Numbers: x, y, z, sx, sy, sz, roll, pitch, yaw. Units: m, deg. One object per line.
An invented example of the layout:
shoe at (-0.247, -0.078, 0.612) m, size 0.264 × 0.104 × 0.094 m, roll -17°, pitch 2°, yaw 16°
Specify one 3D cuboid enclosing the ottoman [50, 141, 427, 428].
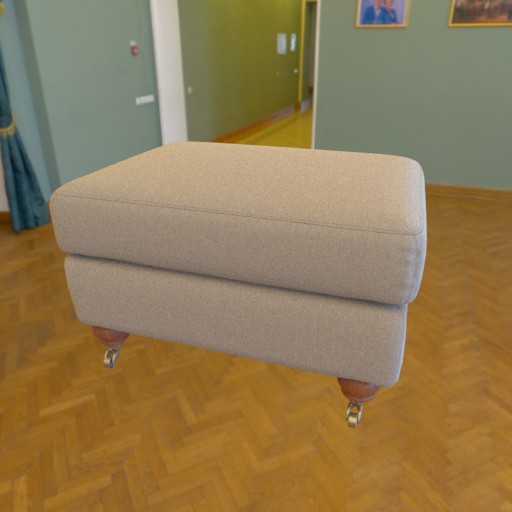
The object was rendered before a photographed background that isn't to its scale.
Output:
ottoman at (0.000, 0.000, 1.135) m, size 0.773 × 0.497 × 0.574 m, roll 8°, pitch 27°, yaw 16°
